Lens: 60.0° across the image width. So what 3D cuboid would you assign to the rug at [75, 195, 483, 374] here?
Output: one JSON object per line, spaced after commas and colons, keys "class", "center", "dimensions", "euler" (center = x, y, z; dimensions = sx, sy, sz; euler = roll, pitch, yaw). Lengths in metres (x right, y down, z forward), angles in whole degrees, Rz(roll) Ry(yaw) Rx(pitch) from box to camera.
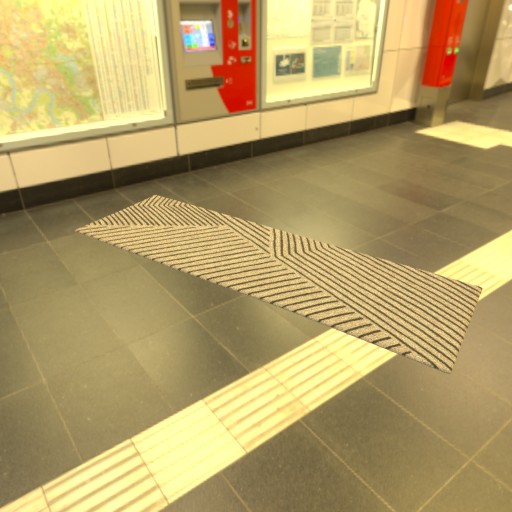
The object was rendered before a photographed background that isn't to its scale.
{"class": "rug", "center": [0.000, 0.000, 2.702], "dimensions": [2.439, 0.020, 0.773], "euler": [18, 34, 28]}
